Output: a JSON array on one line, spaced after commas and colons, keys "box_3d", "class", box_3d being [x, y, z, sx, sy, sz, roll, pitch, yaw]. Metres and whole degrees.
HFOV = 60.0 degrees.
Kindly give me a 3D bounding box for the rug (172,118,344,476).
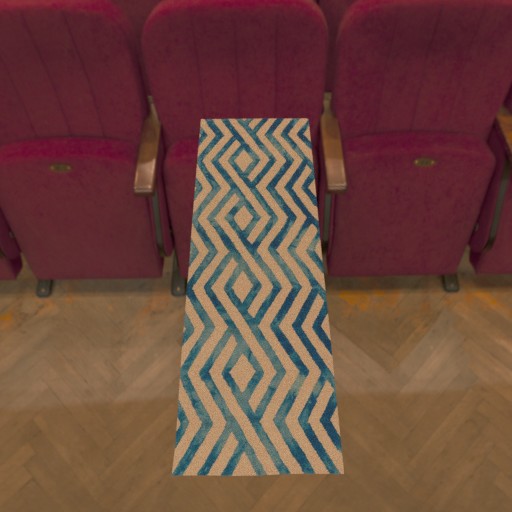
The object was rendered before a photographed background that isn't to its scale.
[{"box_3d": [0.000, 0.000, 1.675, 0.503, 0.007, 1.492, 0, 59, 0], "class": "rug"}]
